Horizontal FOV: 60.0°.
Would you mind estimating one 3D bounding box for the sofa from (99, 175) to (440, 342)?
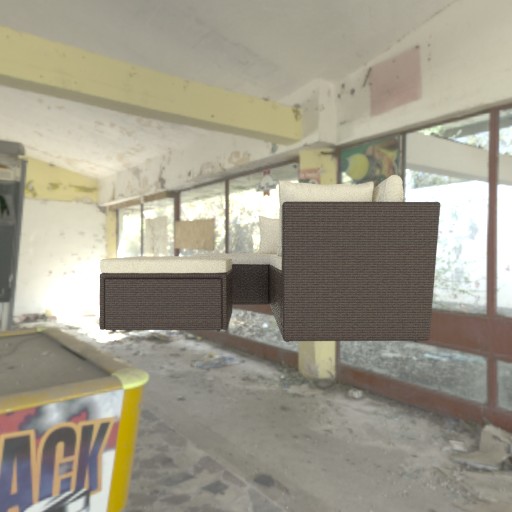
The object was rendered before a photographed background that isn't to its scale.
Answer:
[{"bbox_3d":[0.000,0.000,3.043,1.612,0.766,2.192,0,0,-1],"label":"sofa"}]
